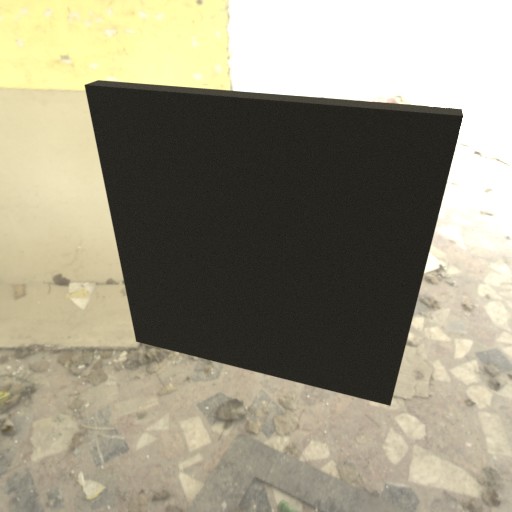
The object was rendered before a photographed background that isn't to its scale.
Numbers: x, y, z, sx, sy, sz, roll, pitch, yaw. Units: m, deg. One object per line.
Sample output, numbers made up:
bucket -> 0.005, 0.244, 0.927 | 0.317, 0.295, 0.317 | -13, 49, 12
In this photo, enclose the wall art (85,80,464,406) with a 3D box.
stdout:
wall art -> 0.000, 0.000, 0.655 | 0.462, 0.458, 0.030 | 10, 34, 15
